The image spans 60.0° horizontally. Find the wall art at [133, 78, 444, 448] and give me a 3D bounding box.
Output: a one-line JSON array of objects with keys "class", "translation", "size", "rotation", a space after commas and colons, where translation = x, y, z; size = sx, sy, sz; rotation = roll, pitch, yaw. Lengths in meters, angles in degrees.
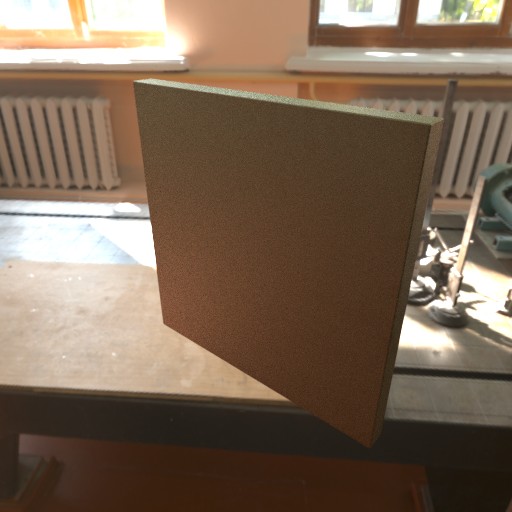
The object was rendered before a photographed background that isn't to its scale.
[{"class": "wall art", "translation": [0.000, 0.000, 0.735], "size": [0.503, 0.506, 0.040], "rotation": [22, 36, 34]}]
